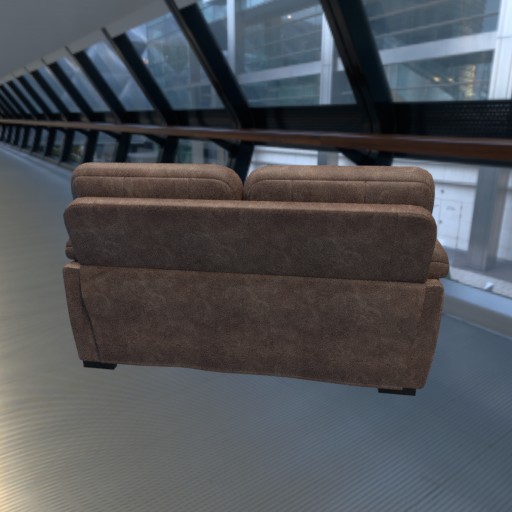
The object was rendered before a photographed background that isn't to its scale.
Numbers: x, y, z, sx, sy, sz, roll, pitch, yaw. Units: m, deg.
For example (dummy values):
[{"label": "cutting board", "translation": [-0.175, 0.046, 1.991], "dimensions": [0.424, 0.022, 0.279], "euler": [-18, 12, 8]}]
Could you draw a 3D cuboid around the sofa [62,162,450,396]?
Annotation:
[{"label": "sofa", "translation": [0.000, 0.000, 2.315], "dimensions": [1.753, 0.991, 0.991], "euler": [2, 16, 9]}]
